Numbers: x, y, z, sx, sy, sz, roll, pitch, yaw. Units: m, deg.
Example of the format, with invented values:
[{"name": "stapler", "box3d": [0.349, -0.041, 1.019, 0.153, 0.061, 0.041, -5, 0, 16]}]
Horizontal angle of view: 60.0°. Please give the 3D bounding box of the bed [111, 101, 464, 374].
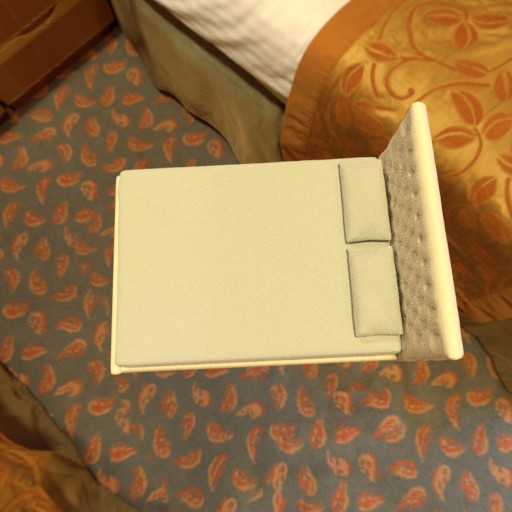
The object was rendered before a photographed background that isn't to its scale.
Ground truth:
[{"name": "bed", "box3d": [0.000, 0.000, 3.432, 2.387, 1.427, 1.698, -3, 76, -1]}]
